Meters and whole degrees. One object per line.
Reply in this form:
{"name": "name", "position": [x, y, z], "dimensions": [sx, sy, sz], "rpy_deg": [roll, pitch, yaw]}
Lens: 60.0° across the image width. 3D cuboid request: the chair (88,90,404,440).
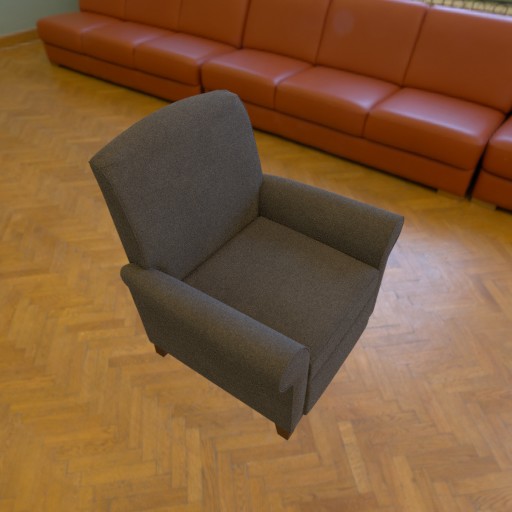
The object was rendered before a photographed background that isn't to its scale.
{"name": "chair", "position": [0.000, 0.000, 1.832], "dimensions": [0.905, 1.061, 0.978], "rpy_deg": [25, 48, 26]}
